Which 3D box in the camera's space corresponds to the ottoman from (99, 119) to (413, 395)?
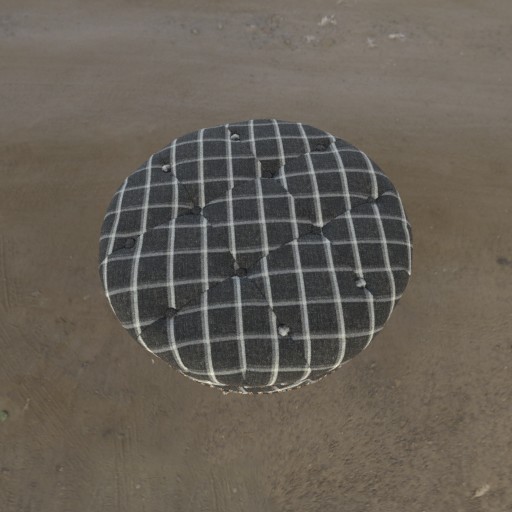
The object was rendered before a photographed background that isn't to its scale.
[{"bbox_3d":[0.000,0.000,1.409,0.901,0.439,0.901,0,59,0],"label":"ottoman"}]
